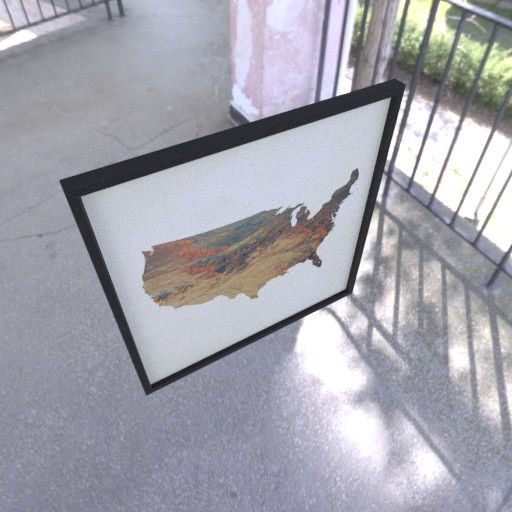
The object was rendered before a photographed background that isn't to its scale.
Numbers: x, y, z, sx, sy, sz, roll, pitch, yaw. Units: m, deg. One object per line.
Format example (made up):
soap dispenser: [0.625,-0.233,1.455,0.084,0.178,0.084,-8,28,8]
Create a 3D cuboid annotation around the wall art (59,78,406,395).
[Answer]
wall art: [0.000,0.000,0.463,0.304,0.303,0.015,-23,51,-20]
